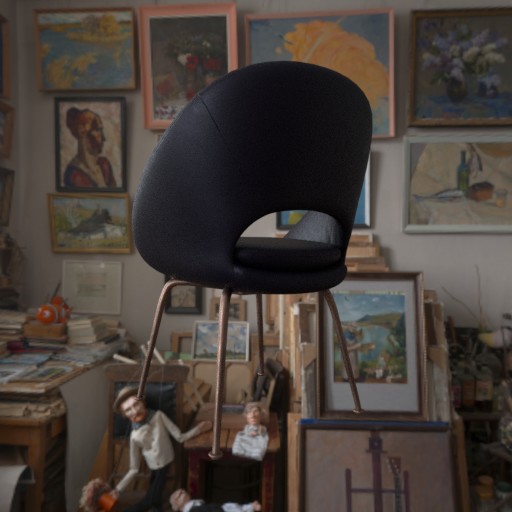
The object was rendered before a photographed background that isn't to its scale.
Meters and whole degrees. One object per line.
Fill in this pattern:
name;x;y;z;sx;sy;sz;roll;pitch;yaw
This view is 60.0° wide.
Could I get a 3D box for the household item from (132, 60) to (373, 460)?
household item;0.000;0.000;1.215;0.623;0.852;0.573;-1;1;-35
